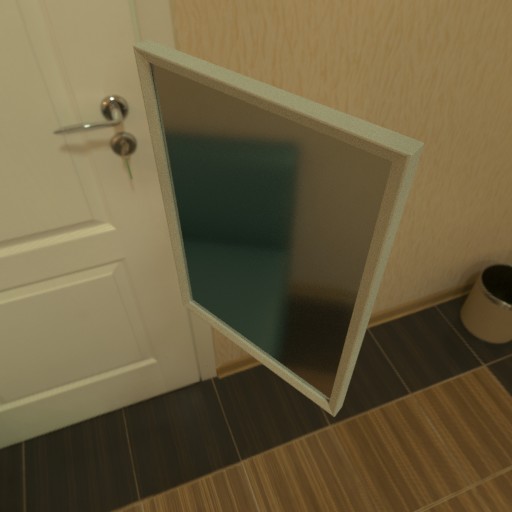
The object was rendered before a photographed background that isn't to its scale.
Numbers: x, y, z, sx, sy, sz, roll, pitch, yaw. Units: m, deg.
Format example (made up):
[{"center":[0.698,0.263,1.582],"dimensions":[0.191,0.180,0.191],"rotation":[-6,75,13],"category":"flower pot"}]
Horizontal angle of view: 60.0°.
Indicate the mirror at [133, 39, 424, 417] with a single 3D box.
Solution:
[{"center":[0.000,0.000,0.896],"dimensions":[0.507,0.710,0.039],"rotation":[31,54,26],"category":"mirror"}]
